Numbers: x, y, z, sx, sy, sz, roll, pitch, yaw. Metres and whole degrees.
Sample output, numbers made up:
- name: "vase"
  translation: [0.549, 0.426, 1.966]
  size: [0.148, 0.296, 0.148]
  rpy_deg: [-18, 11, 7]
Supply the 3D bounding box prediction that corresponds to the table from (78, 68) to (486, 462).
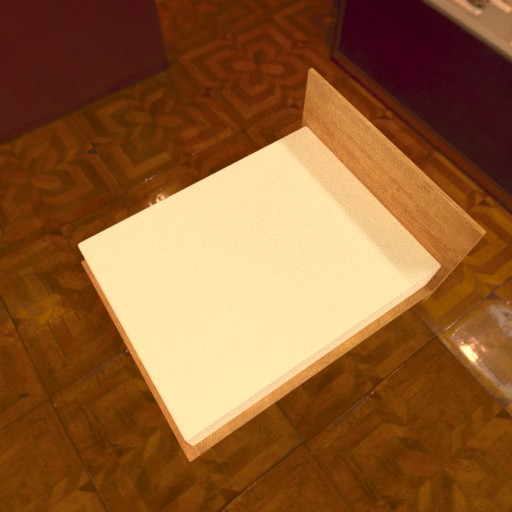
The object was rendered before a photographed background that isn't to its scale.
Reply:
- name: "table"
  translation: [0.000, 0.000, 3.134]
  size: [2.149, 1.041, 1.707]
  rpy_deg: [-31, 66, -15]
